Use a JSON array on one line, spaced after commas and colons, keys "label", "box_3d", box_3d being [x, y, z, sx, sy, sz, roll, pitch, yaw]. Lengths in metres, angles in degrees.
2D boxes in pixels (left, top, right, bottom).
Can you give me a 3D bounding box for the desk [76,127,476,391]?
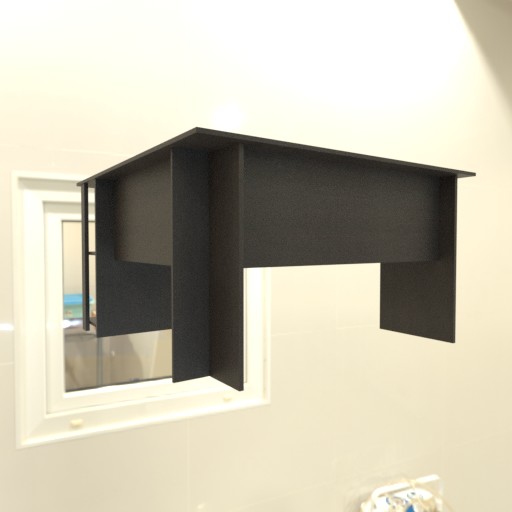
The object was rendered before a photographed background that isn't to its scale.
[{"label": "desk", "box_3d": [0.000, 0.000, 2.061, 1.303, 0.716, 1.361, -1, 2, -35]}]
